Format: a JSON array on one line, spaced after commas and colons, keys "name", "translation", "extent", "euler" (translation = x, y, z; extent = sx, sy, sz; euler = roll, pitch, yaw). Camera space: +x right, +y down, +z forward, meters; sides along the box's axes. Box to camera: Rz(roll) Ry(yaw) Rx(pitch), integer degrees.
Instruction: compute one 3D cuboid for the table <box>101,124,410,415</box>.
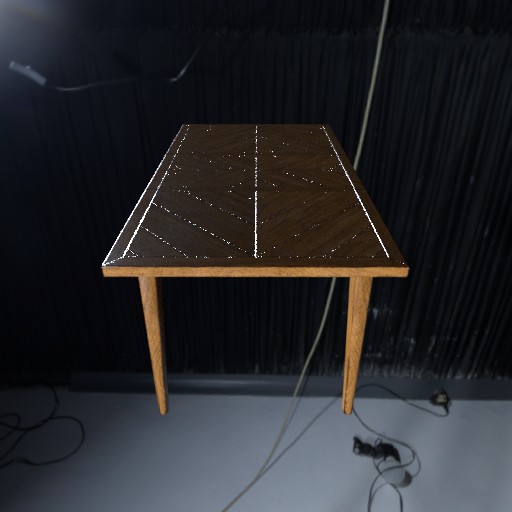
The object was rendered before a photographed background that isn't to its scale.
[{"name": "table", "translation": [0.000, 0.000, 1.883], "extent": [0.757, 0.760, 1.400], "euler": [0, 30, 0]}]
